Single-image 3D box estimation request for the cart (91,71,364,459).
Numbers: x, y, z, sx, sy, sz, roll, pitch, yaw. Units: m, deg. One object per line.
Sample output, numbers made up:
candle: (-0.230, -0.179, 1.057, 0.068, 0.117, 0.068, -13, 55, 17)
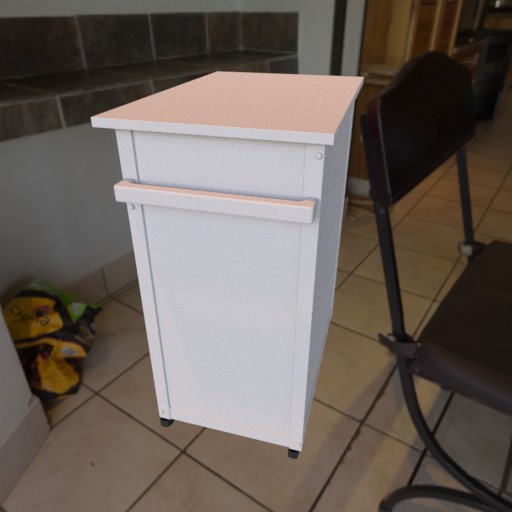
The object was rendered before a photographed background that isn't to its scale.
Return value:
cart: (0.000, 0.000, 1.237, 0.442, 0.864, 0.683, 8, 30, 14)
